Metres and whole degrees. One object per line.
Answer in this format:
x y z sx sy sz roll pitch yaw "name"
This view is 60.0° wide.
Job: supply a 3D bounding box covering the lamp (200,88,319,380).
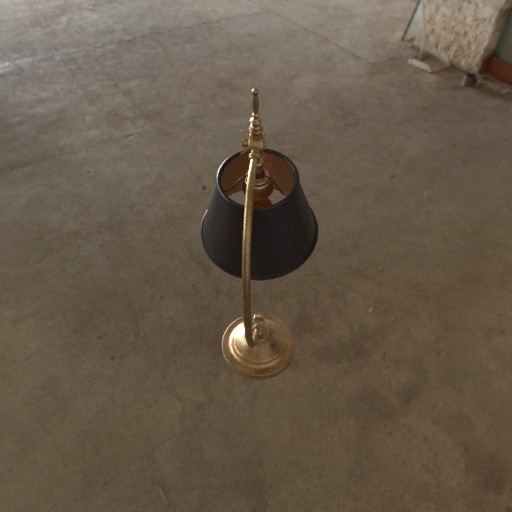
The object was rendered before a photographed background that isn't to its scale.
0.000 0.000 0.854 0.235 0.675 0.344 4 46 4 "lamp"
